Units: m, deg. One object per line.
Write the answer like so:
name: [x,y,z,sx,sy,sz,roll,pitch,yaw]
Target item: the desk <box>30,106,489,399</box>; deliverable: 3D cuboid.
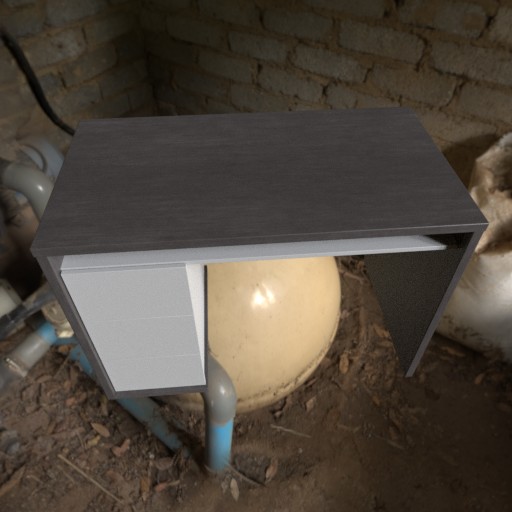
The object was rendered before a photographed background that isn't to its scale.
desk: [0.000,0.000,1.531,1.100,0.750,0.600,-3,46,-3]
